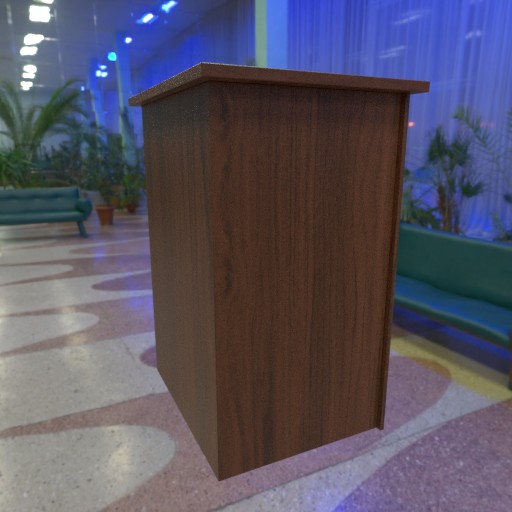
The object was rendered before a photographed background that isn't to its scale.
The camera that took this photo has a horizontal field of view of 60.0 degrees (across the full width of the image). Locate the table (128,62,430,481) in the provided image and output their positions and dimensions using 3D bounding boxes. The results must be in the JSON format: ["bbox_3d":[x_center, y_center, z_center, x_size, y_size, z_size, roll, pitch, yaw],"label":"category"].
[{"bbox_3d":[0.000,0.000,0.907,0.381,0.636,0.480,-7,15,-25],"label":"table"}]
